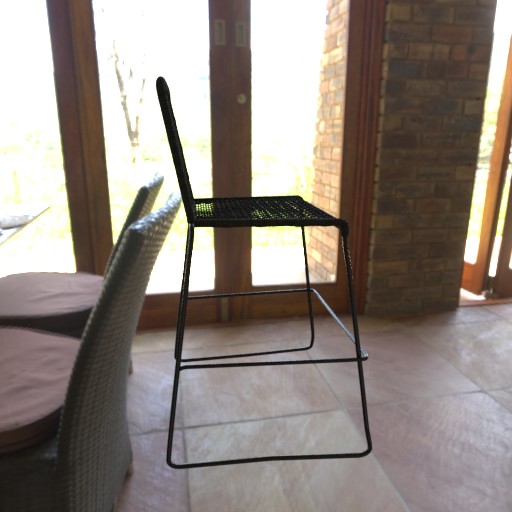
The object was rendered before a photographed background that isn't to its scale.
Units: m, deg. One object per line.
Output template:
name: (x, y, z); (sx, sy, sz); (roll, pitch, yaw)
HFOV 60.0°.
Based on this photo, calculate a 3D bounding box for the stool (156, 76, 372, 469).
stool: (0.000, 0.000, 1.236); (0.509, 0.905, 0.590); (-2, 15, -8)
